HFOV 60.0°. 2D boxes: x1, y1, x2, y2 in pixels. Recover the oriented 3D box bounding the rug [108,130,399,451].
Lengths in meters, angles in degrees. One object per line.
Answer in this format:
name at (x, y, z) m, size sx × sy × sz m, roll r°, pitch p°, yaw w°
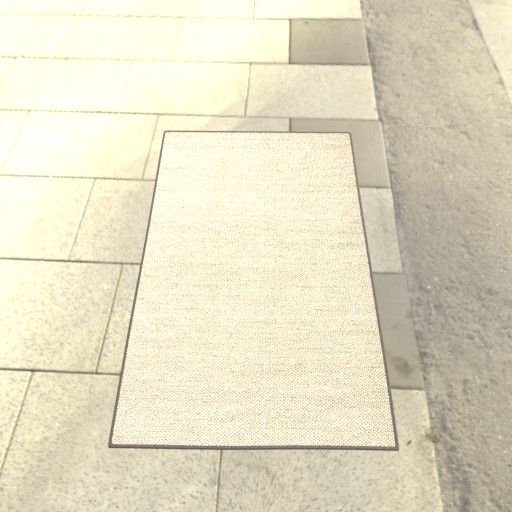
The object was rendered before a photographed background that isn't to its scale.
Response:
rug at (0.000, 0.000, 2.062) m, size 1.067 × 0.013 × 1.676 m, roll 1°, pitch 57°, yaw 0°
